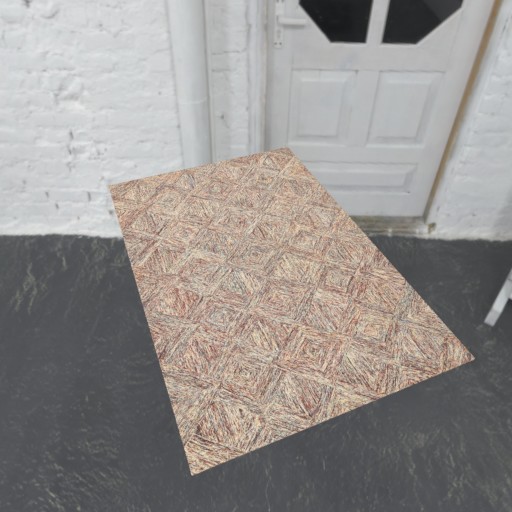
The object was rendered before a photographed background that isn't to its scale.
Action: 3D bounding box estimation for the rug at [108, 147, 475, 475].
[{"bbox_3d":[0.000,0.000,2.854,1.523,0.019,2.285,-16,46,-16],"label":"rug"}]
